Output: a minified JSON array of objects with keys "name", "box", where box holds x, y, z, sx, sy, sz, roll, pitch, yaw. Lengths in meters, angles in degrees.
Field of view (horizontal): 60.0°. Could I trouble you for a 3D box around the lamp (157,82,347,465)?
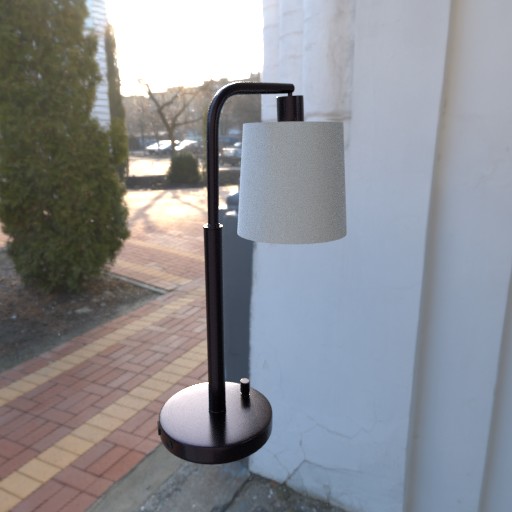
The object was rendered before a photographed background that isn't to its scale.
[{"name":"lamp","box":[0.000,0.000,0.651,0.171,0.489,0.333,13,19,43]}]
